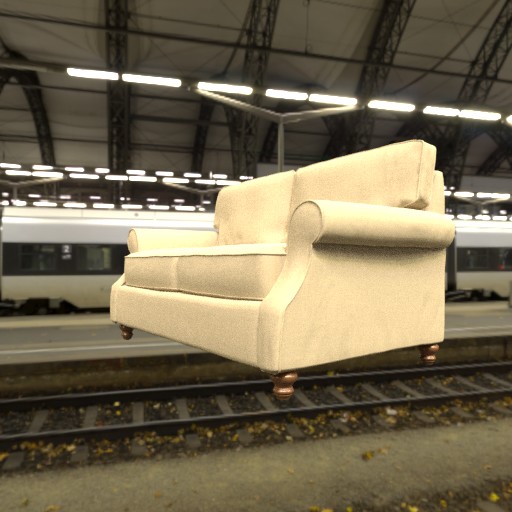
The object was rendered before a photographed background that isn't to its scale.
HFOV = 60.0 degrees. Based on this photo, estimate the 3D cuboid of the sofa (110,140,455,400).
[{"bbox_3d":[0.000,0.000,2.201,0.964,0.937,1.665,1,-1,-37],"label":"sofa"}]
